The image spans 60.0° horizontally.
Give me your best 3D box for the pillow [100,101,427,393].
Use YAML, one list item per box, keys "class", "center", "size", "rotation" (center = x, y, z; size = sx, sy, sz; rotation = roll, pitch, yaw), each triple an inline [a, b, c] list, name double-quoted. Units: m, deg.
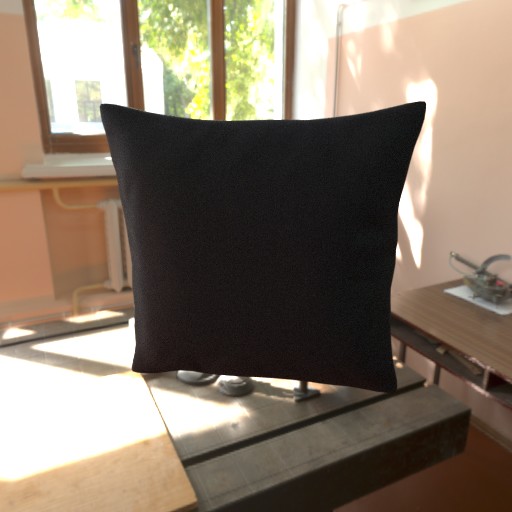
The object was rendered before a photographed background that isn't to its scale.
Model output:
- class: "pillow"
  center: [0.000, 0.000, 0.774]
  size: [0.520, 0.508, 0.166]
  rotation: [3, 17, 8]
